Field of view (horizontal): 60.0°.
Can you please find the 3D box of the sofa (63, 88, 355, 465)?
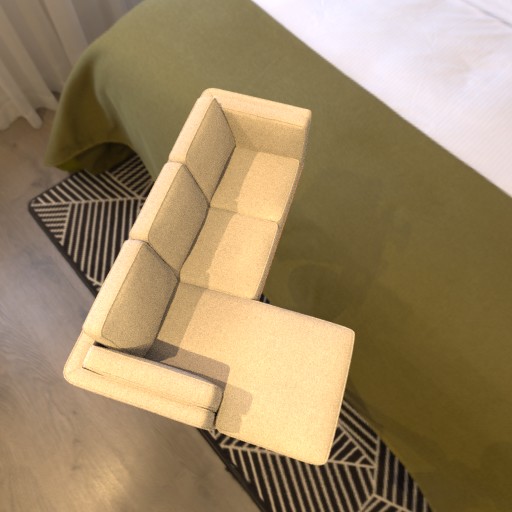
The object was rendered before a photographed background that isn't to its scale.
[{"bbox_3d":[0.000,0.000,3.143,1.604,0.929,2.411,16,64,8],"label":"sofa"}]
